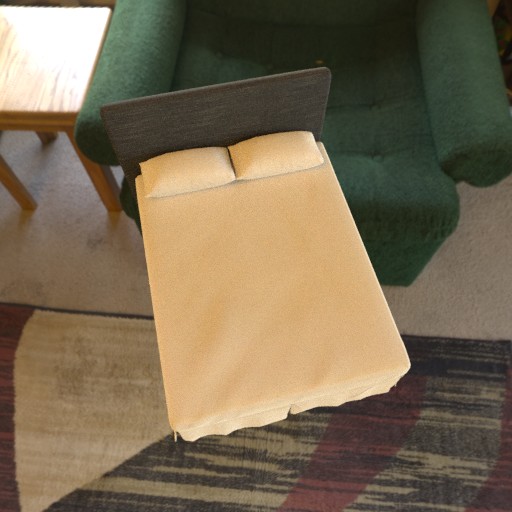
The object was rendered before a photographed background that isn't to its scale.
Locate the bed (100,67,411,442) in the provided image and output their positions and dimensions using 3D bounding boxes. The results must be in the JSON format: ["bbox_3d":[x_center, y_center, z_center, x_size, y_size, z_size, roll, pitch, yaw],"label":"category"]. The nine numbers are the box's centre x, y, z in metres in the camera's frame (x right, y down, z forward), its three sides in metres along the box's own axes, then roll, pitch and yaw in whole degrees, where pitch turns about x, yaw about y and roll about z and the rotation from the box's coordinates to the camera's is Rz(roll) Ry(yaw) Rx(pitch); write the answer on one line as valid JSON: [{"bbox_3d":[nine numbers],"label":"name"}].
[{"bbox_3d":[0.000,0.000,3.213,1.723,1.330,2.142,-12,63,-6],"label":"bed"}]
